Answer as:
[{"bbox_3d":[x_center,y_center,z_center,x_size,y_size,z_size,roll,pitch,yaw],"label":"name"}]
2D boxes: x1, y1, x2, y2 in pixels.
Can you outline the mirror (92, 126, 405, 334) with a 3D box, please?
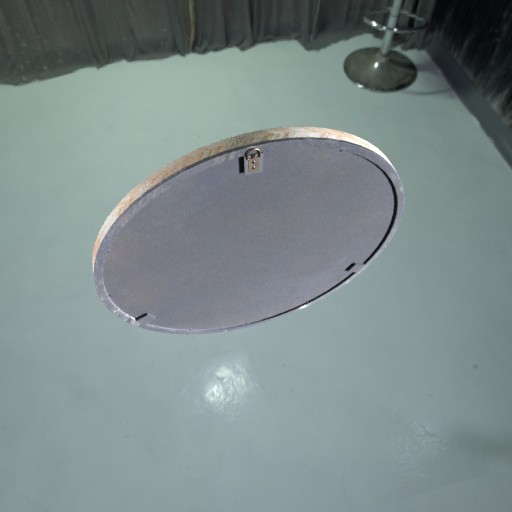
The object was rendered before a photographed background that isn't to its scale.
[{"bbox_3d":[0.000,0.000,1.027,0.710,0.710,0.038,-14,58,-9],"label":"mirror"}]
